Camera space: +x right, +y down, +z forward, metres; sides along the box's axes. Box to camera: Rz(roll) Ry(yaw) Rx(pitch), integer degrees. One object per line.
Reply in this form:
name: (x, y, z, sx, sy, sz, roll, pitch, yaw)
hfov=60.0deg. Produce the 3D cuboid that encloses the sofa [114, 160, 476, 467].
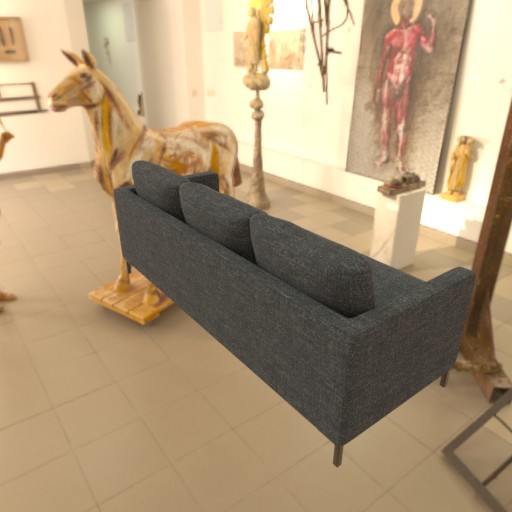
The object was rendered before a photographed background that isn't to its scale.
sofa: (0.000, 0.000, 2.641, 0.859, 0.874, 2.218, -18, 31, -33)
